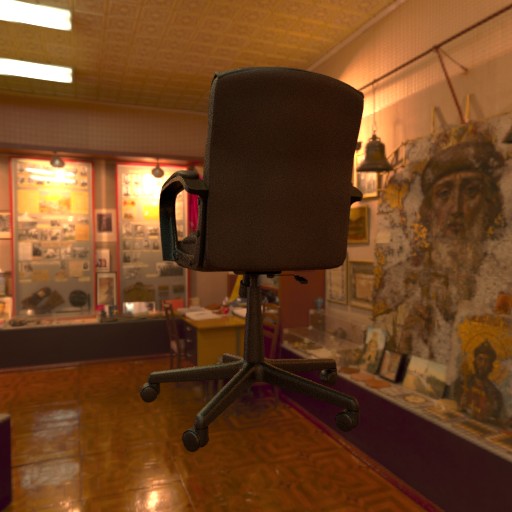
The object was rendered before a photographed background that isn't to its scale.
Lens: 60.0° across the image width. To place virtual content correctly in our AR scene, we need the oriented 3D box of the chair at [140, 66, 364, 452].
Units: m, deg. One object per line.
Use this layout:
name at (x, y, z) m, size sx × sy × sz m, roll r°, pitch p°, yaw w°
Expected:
chair at (0.000, 0.000, 1.492) m, size 0.739 × 1.004 × 0.717 m, roll -1°, pitch 2°, yaw -20°
